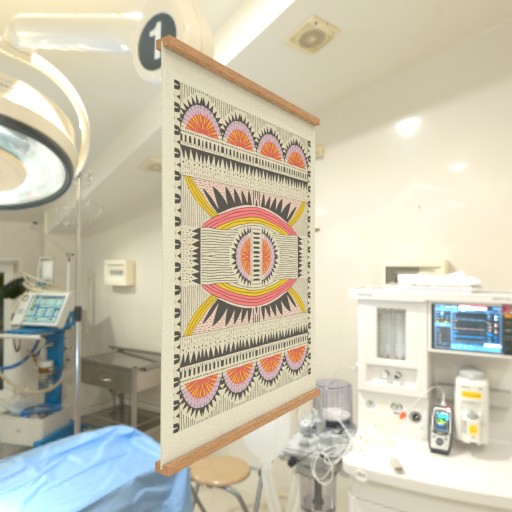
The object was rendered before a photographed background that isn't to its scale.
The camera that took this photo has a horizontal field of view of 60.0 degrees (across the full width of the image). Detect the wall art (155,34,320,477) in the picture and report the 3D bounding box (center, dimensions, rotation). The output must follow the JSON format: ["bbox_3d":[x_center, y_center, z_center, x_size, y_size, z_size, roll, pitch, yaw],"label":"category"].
[{"bbox_3d":[0.000,0.000,0.803,0.028,0.609,0.456,0,-1,35],"label":"wall art"}]
